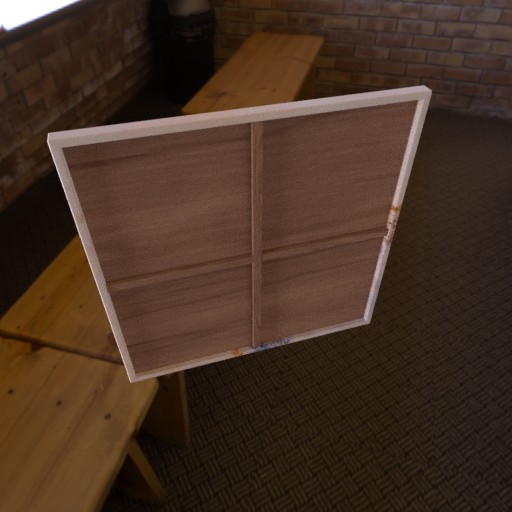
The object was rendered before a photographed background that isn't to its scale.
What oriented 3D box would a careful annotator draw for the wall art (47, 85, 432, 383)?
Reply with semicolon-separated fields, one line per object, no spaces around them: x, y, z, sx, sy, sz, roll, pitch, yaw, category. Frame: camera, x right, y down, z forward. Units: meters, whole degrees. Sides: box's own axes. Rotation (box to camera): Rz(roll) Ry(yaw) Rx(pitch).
0.000;0.000;1.298;0.889;0.889;0.038;-11;43;-12;wall art
